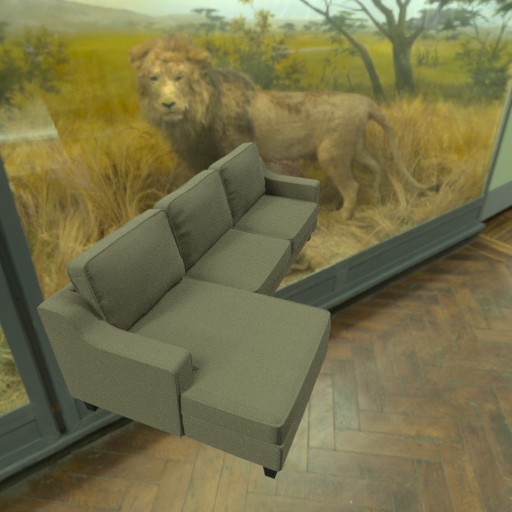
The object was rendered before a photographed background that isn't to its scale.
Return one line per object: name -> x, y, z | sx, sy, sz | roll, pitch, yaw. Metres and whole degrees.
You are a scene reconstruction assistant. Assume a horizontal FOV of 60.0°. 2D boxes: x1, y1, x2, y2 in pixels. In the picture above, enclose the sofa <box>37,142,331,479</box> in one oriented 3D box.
sofa -> 0.000, 0.000, 3.106 | 1.294, 0.928, 2.561 | 12, 33, 19
